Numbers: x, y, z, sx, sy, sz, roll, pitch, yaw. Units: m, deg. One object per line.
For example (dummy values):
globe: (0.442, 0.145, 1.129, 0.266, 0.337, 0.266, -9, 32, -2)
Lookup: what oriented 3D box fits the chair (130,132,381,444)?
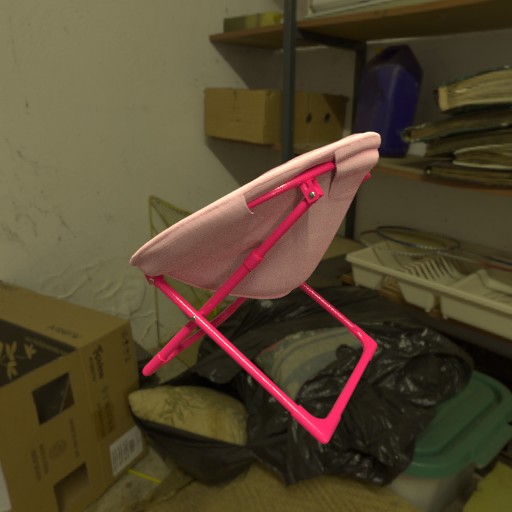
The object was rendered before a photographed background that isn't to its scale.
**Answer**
chair: (0.000, 0.000, 0.913, 0.459, 0.494, 0.522, 8, 18, 26)
